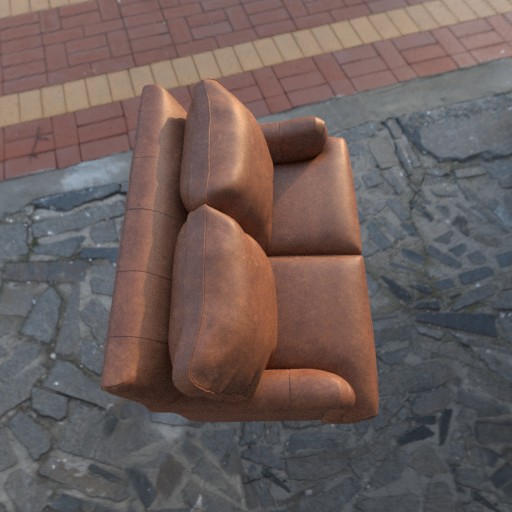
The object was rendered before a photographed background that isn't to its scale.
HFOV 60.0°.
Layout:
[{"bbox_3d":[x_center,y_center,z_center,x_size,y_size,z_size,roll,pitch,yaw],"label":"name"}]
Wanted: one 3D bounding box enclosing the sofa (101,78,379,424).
[{"bbox_3d":[0.000,0.000,2.172,1.077,1.004,1.527,0,64,0],"label":"sofa"}]
